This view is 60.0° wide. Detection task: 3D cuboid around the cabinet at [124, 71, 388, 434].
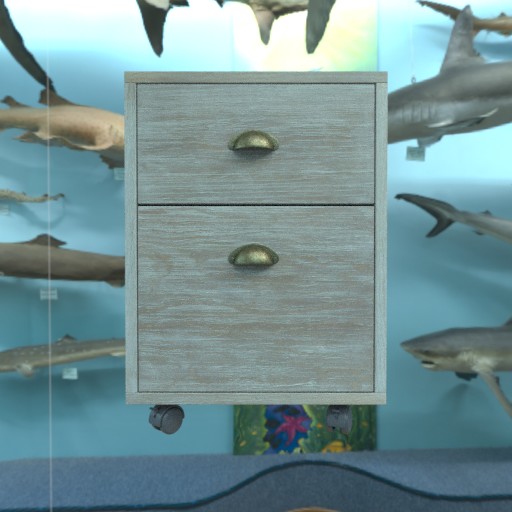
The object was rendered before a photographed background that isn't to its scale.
[{"bbox_3d":[0.000,0.000,0.869,0.409,0.579,0.401,0,1,0],"label":"cabinet"}]
